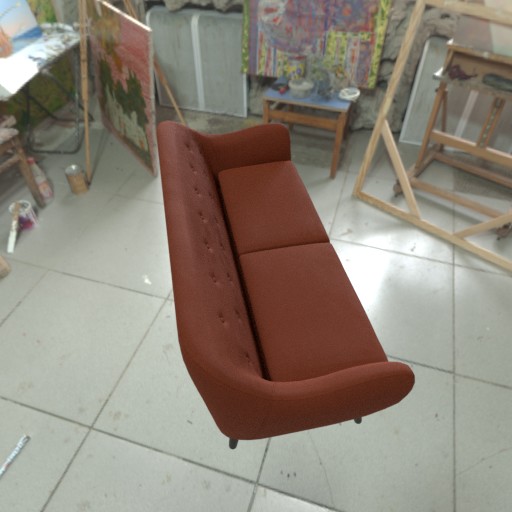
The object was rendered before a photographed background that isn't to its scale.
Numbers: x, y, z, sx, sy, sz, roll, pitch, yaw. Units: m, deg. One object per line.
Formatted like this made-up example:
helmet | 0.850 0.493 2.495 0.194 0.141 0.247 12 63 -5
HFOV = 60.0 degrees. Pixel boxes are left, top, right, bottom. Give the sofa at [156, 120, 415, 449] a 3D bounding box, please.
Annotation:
sofa | 0.000 0.000 2.260 0.820 0.836 1.840 -9 46 -8
